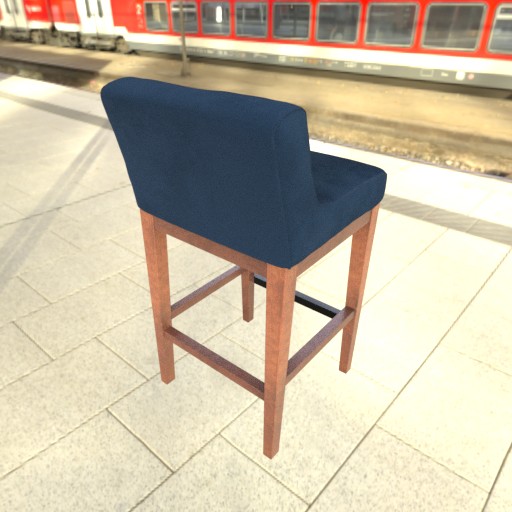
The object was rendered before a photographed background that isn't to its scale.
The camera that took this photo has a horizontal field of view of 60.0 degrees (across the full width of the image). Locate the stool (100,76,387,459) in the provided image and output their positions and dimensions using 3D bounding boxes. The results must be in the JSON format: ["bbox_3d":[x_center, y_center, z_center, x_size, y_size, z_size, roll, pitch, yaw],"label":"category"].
[{"bbox_3d":[0.000,0.000,1.242,0.511,0.945,0.516,23,37,33],"label":"stool"}]
